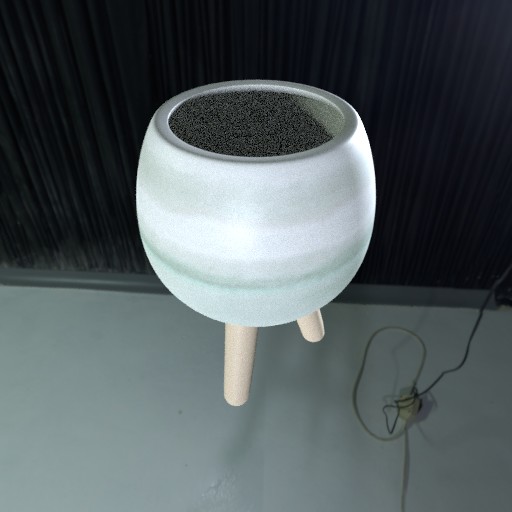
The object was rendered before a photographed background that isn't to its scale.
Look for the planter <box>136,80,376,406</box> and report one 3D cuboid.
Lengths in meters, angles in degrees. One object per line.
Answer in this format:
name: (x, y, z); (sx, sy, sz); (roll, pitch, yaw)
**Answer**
planter: (0.000, 0.000, 0.339); (0.161, 0.224, 0.161); (0, 40, 0)
